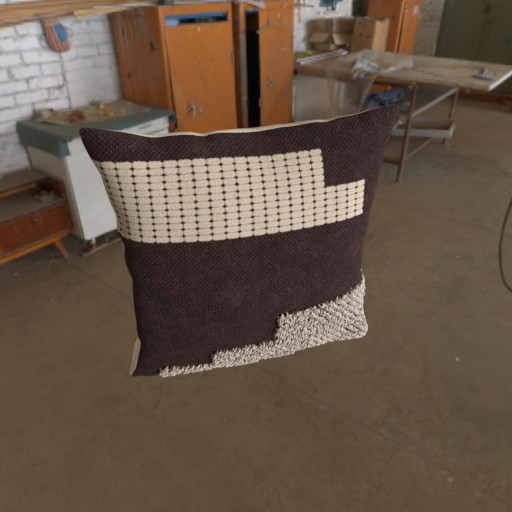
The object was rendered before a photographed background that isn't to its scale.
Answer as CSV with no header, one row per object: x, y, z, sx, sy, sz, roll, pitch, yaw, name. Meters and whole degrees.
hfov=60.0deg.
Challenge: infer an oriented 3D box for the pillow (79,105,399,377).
0.000,0.000,0.746,0.475,0.473,0.178,-9,33,-15,pillow
